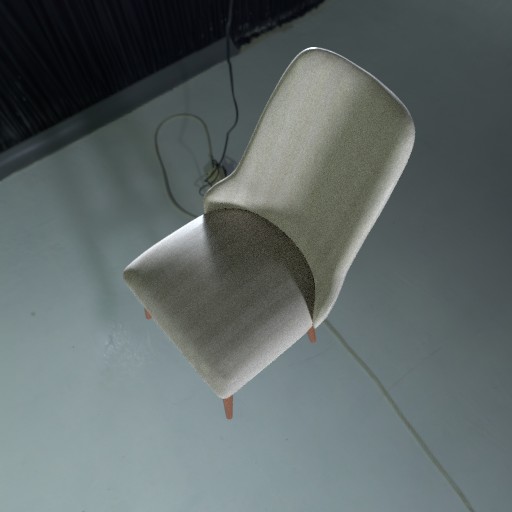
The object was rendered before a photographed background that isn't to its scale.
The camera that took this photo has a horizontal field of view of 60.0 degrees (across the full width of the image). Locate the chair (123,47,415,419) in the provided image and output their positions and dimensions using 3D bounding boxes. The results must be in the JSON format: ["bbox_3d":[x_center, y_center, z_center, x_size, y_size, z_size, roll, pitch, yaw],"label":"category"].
[{"bbox_3d":[0.000,0.000,1.283,0.684,0.917,0.526,-39,71,-16],"label":"chair"}]
